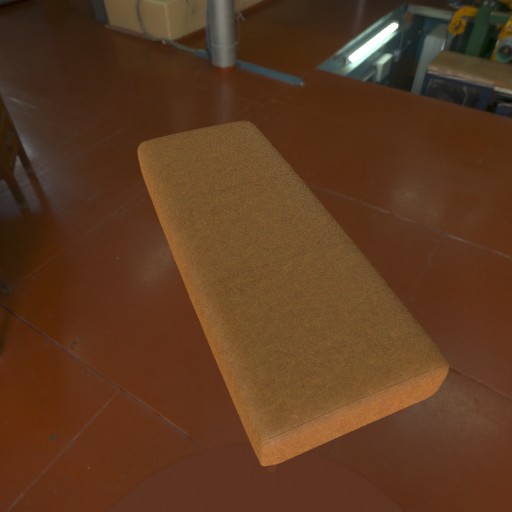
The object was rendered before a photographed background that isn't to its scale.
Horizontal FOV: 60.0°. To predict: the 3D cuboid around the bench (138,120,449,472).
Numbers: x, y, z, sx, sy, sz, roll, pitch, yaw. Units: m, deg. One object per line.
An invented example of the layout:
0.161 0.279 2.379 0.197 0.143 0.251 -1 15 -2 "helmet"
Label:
0.000 0.000 1.870 0.653 0.399 1.610 -17 48 -16 "bench"
